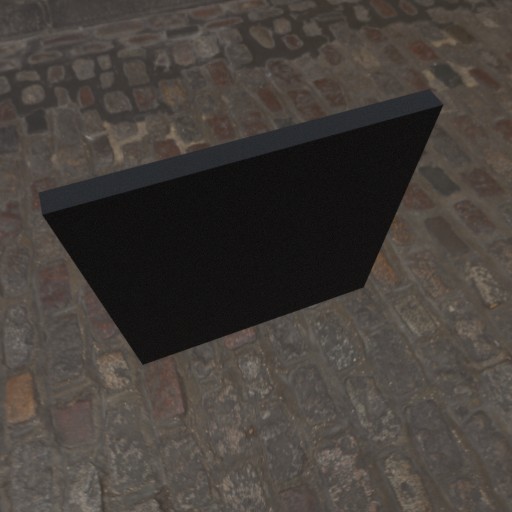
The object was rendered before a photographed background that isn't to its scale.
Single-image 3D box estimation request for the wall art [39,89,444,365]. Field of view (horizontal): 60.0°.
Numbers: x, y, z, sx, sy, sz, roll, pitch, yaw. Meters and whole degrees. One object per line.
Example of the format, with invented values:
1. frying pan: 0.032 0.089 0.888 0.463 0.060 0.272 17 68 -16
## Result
1. wall art: 0.000 0.000 0.681 0.462 0.458 0.030 -18 60 -11
